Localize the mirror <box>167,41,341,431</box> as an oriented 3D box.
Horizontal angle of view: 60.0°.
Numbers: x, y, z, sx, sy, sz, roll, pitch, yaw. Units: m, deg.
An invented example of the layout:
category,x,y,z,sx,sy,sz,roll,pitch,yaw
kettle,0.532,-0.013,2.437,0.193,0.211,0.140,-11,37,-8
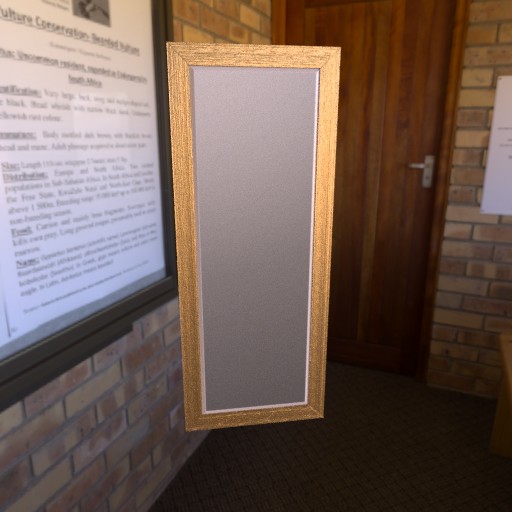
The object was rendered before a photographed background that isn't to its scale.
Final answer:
category,x,y,z,sx,sy,sz,roll,pitch,yaw
mirror,0.000,0.000,2.327,0.812,2.031,0.025,-2,16,-9
